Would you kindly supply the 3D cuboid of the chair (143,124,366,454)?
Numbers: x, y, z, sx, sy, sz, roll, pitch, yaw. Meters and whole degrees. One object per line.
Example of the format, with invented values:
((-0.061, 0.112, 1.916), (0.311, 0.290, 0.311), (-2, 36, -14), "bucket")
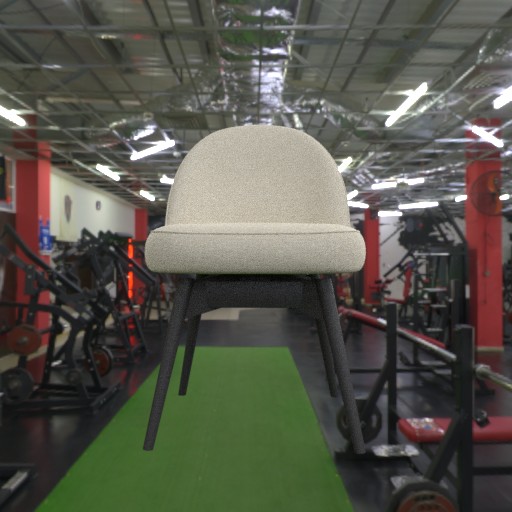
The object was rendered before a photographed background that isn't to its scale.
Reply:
((0.000, 0.000, 1.169), (0.532, 0.838, 0.540), (0, 0, 2), "chair")
